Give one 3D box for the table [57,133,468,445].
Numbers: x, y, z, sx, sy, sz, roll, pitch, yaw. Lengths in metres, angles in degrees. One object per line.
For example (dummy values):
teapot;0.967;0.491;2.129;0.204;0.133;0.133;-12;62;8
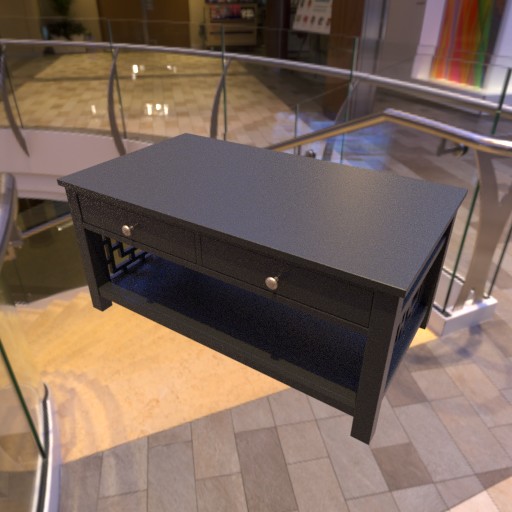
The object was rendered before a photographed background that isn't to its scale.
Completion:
table;0.000;0.000;1.439;1.068;0.493;0.612;19;36;28
